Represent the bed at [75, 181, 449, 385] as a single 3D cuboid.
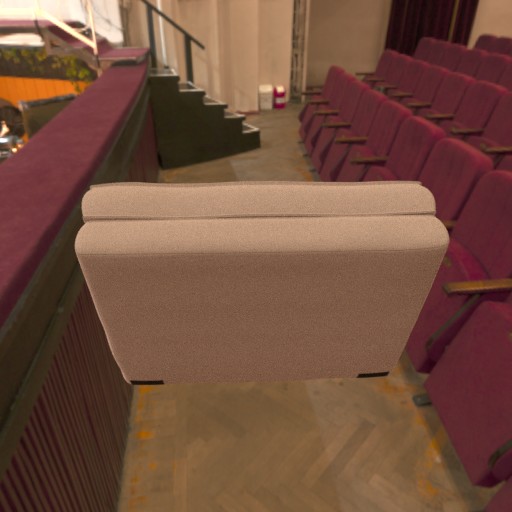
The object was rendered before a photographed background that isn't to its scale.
[{"bbox_3d":[0.000,0.000,1.334,0.799,0.614,0.749,-1,30,-2],"label":"bed"}]
